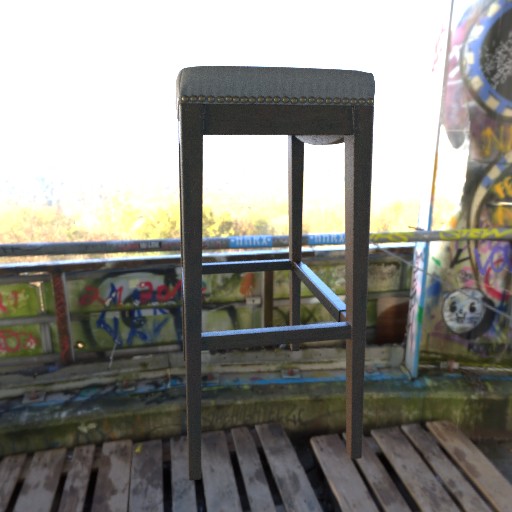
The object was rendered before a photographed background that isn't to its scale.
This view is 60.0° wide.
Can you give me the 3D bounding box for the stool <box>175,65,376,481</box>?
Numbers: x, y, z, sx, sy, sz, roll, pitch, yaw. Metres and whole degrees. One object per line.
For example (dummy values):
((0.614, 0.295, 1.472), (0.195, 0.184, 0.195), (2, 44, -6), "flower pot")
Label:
((0.000, 0.000, 1.031), (0.356, 0.762, 0.508), (-3, 16, -10), "stool")
